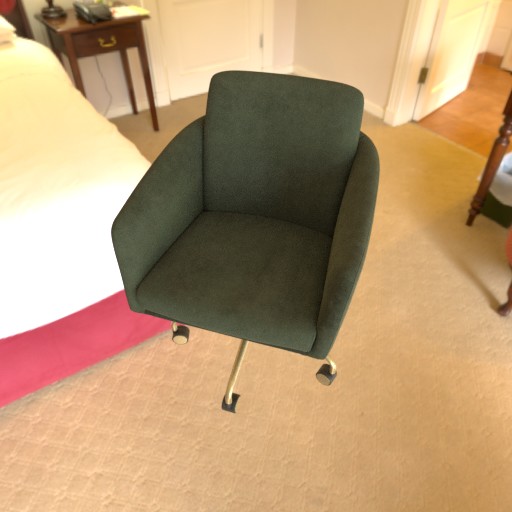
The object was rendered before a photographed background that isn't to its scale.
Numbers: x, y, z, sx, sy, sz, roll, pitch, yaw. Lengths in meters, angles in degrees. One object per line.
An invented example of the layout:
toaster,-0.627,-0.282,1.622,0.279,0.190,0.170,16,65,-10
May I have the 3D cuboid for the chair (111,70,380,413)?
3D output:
chair,0.000,0.000,1.363,0.641,0.908,0.635,12,43,13
